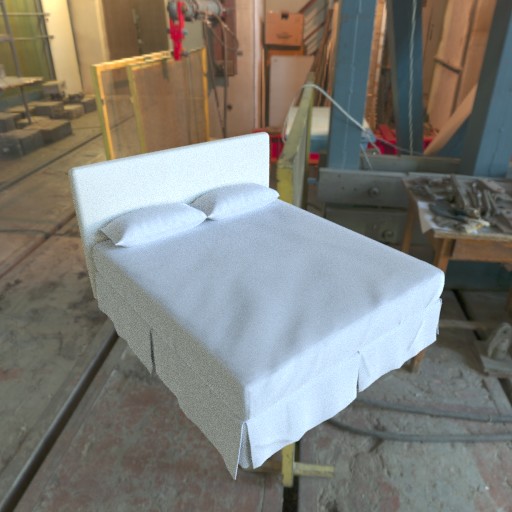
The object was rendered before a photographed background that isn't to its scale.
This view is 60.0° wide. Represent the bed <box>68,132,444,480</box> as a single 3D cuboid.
[{"bbox_3d":[0.000,0.000,3.593,2.119,1.317,2.341,-21,35,-33],"label":"bed"}]
